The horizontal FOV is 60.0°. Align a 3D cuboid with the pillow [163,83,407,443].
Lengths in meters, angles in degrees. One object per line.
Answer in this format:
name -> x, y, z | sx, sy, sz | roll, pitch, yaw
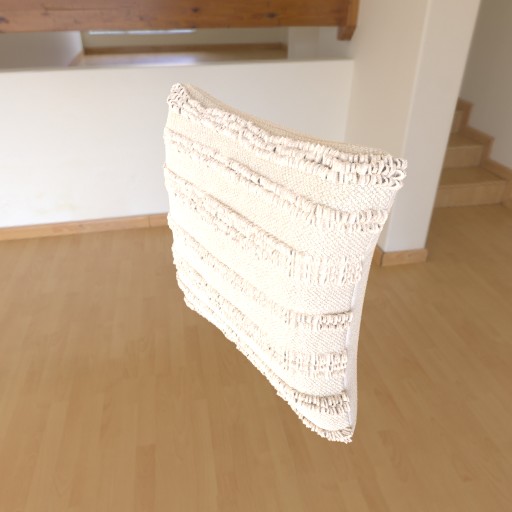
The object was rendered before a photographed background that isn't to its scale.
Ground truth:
pillow -> 0.000, 0.000, 0.651 | 0.145, 0.427, 0.437 | -21, 37, -30
